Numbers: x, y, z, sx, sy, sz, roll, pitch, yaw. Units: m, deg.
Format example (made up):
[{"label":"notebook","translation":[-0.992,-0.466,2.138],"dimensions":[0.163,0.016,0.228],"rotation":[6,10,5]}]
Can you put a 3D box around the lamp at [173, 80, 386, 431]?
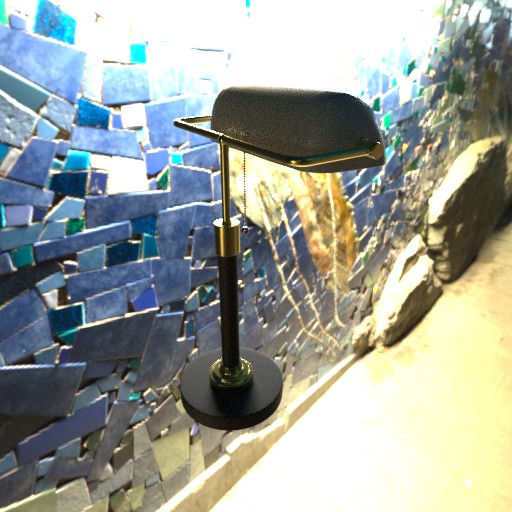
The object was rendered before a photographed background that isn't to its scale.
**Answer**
[{"label":"lamp","translation":[0.000,0.000,0.562],"dimensions":[0.227,0.404,0.269],"rotation":[-17,31,-31]}]
